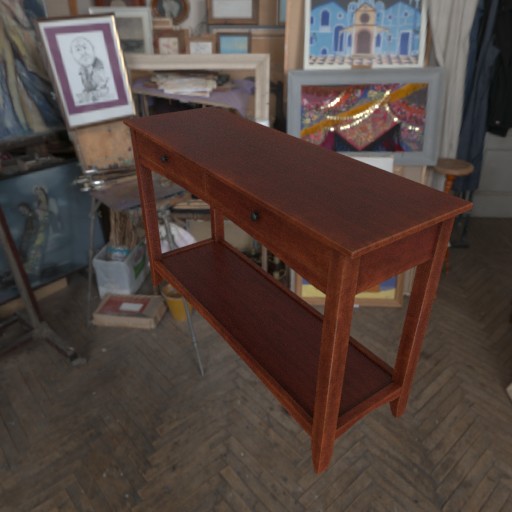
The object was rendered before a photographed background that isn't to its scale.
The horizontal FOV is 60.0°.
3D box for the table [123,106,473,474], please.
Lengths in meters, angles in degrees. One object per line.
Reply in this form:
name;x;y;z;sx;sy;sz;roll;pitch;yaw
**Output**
table;0.000;0.000;1.530;0.392;0.739;1.188;-20;36;-29
